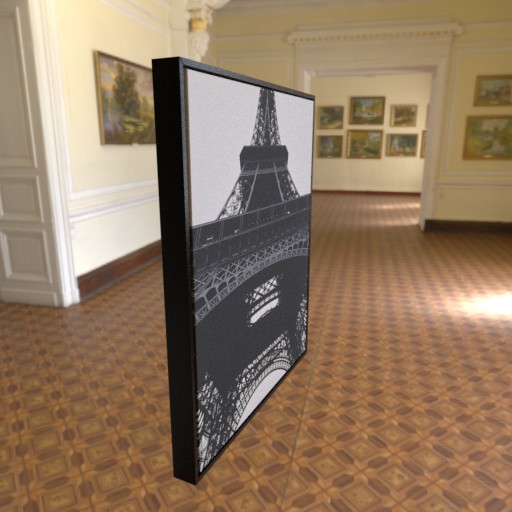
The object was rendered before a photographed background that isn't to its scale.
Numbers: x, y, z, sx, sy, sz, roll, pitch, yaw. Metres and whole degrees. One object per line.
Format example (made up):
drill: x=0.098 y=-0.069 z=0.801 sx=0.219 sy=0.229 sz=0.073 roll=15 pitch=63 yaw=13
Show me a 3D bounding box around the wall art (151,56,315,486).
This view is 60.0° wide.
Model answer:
wall art: x=0.000 y=0.000 z=0.752 sx=0.039 sy=0.553 sz=0.451 roll=7 pitch=16 yaw=25
